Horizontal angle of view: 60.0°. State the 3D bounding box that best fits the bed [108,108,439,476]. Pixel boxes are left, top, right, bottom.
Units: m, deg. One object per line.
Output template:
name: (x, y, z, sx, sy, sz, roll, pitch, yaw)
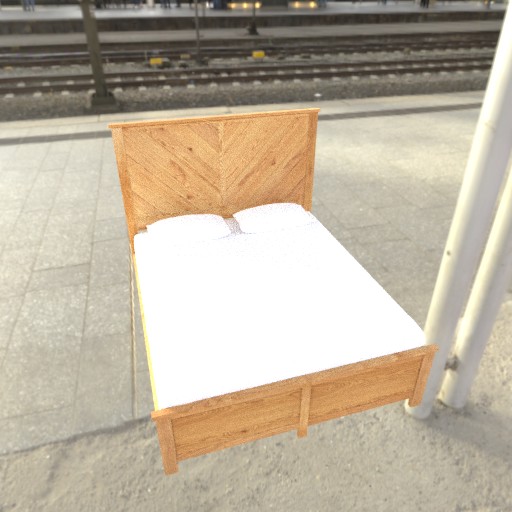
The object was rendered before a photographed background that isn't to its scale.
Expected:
bed: (0.000, 0.000, 3.537, 1.936, 1.686, 2.201, -9, 33, -15)
